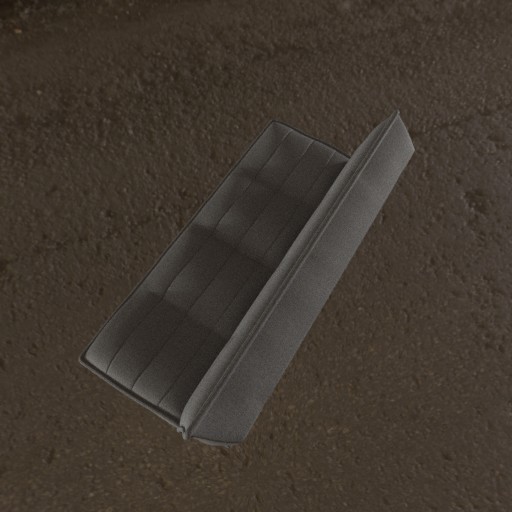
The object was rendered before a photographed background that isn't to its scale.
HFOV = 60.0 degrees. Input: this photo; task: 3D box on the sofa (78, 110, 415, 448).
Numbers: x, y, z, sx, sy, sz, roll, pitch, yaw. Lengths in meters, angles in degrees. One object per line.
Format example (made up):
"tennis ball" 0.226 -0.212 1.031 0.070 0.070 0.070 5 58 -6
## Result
"sofa" 0.000 0.000 2.465 0.950 0.890 1.940 29 67 14
